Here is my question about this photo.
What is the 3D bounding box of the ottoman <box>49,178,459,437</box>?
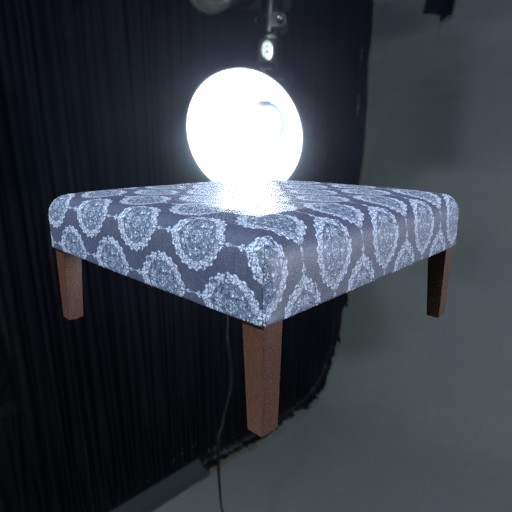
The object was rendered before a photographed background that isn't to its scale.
[{"bbox_3d":[0.000,0.000,1.375,0.890,0.409,0.889,13,20,42],"label":"ottoman"}]
